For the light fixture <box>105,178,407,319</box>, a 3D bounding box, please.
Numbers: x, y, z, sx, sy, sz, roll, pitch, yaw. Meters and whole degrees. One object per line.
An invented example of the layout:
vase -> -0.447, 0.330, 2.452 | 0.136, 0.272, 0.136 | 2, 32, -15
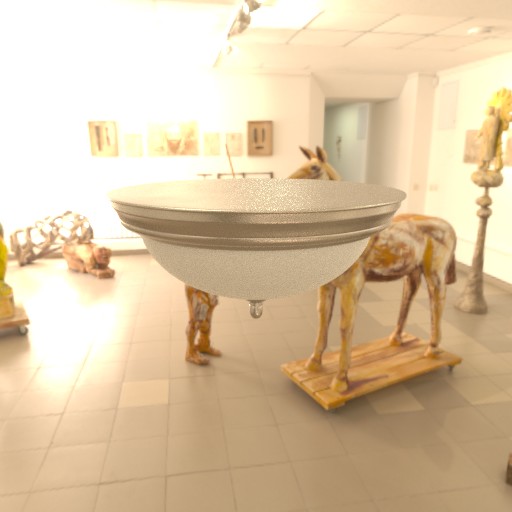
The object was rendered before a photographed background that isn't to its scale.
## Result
light fixture -> 0.000, 0.000, 0.449 | 0.280, 0.135, 0.280 | 0, 14, 0
